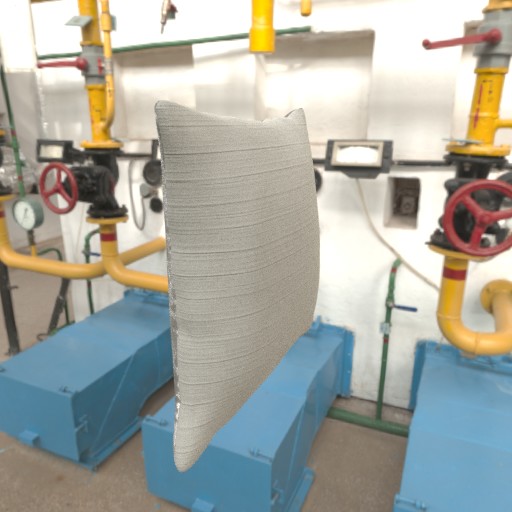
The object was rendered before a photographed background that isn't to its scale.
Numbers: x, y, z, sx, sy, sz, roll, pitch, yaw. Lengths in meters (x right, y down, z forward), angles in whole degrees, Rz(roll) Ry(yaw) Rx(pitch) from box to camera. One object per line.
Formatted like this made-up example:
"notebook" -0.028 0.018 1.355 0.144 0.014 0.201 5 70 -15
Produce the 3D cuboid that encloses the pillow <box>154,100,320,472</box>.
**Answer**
"pillow" 0.000 0.000 0.712 0.175 0.464 0.470 8 18 24
